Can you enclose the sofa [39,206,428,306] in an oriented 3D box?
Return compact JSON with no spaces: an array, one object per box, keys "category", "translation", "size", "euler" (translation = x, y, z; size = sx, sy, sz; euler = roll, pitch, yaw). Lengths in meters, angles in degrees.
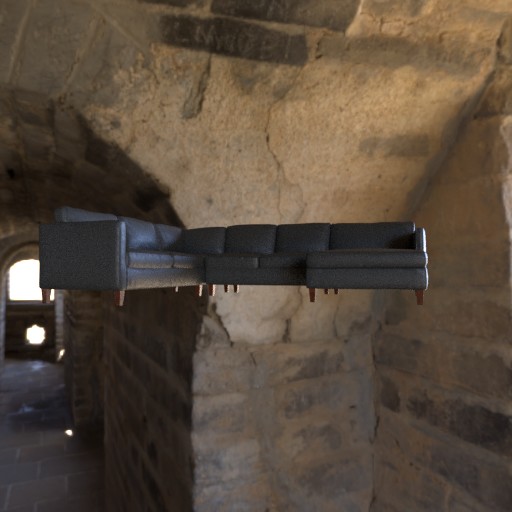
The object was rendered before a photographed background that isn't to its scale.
[{"category":"sofa","translation":[0.000,0.000,4.762],"size":[3.460,0.923,2.593],"euler":[-1,-2,19]}]
